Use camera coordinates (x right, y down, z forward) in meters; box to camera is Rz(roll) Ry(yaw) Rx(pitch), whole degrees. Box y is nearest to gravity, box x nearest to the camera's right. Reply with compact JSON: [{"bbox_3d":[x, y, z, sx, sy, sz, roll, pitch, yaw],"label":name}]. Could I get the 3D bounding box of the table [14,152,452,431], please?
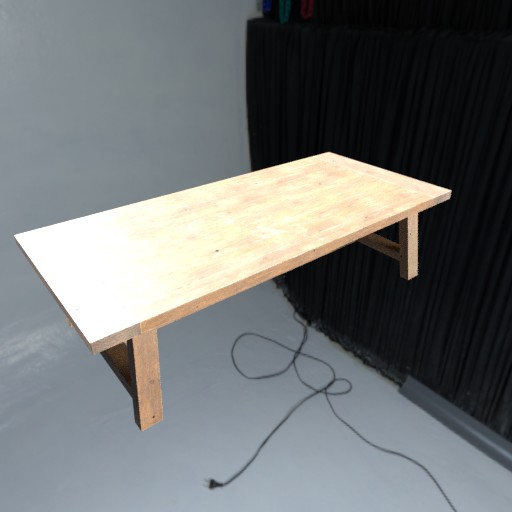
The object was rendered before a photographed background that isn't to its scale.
[{"bbox_3d":[0.000,0.000,2.081,1.800,0.465,0.820,-22,36,-33],"label":"table"}]
